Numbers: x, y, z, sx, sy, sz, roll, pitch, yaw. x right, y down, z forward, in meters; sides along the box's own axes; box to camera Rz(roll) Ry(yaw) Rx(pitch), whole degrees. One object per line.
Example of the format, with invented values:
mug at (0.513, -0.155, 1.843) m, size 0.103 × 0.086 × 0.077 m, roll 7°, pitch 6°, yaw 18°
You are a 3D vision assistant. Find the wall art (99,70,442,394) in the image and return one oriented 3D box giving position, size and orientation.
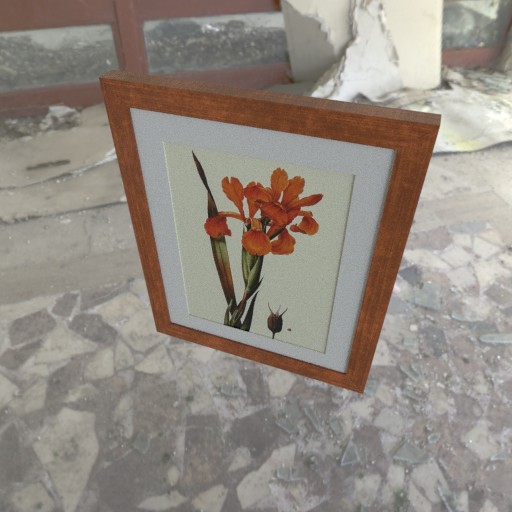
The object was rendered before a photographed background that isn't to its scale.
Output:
wall art at (0.000, 0.000, 0.772) m, size 0.467 × 0.567 × 0.033 m, roll 13°, pitch 43°, yaw 15°
